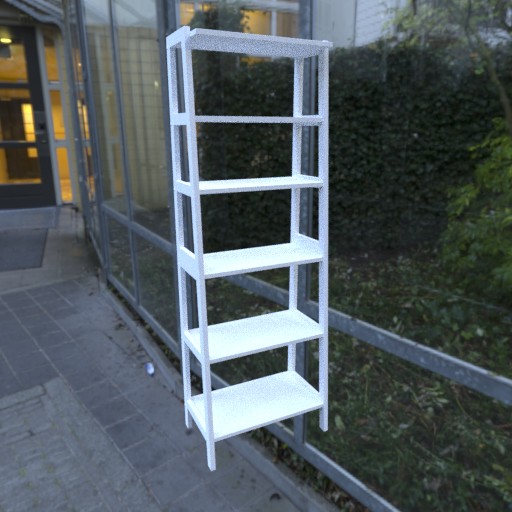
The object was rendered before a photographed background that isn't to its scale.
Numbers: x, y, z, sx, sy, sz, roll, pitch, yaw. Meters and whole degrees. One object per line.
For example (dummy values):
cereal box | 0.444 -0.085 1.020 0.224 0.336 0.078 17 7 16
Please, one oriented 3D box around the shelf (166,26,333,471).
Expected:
shelf | 0.000 0.000 2.096 0.660 1.892 0.381 -8 18 -25
